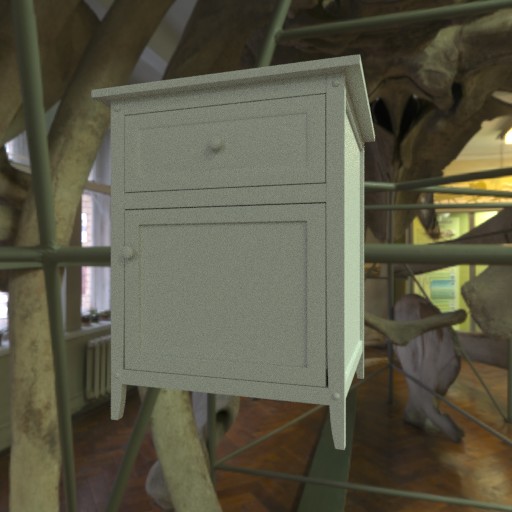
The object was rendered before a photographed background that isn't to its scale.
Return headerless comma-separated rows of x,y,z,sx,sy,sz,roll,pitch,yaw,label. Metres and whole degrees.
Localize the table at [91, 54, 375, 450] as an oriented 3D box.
0.000,0.000,0.768,0.381,0.483,0.381,0,0,18,table
